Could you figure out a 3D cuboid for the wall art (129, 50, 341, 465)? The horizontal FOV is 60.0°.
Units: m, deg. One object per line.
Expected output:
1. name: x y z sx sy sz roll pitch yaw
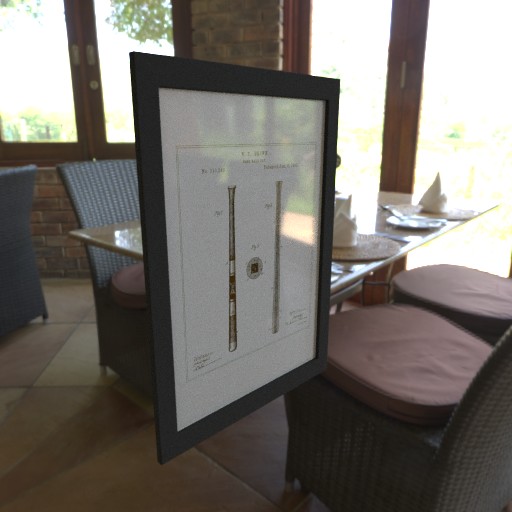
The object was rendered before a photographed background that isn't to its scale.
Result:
1. wall art: 0.000 0.000 0.672 0.374 0.529 0.012 -15 21 -42
